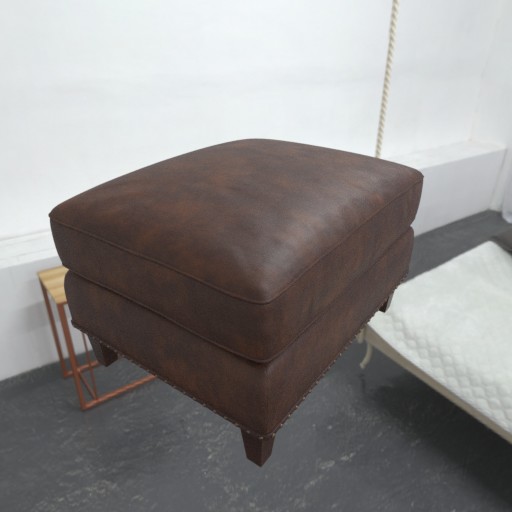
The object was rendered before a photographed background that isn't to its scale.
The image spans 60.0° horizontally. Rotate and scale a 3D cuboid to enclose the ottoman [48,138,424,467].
[{"bbox_3d":[0.000,0.000,1.123,0.586,0.486,0.742,19,34,31],"label":"ottoman"}]
